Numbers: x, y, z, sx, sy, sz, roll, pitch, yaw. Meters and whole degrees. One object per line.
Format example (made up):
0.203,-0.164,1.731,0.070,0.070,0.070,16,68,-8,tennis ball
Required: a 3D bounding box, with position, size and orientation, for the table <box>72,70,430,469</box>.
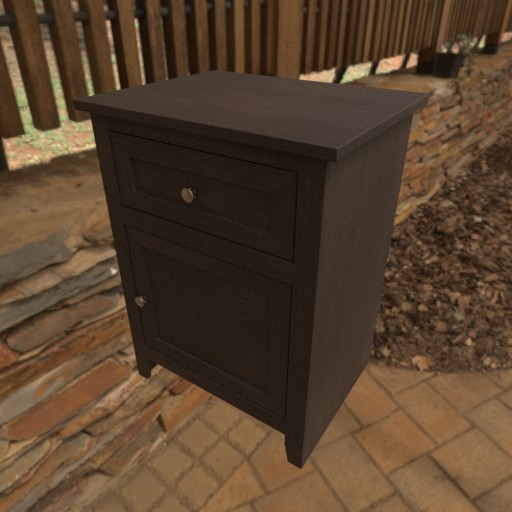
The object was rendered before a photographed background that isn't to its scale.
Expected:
0.000,0.000,0.920,0.480,0.635,0.381,19,36,29,table
